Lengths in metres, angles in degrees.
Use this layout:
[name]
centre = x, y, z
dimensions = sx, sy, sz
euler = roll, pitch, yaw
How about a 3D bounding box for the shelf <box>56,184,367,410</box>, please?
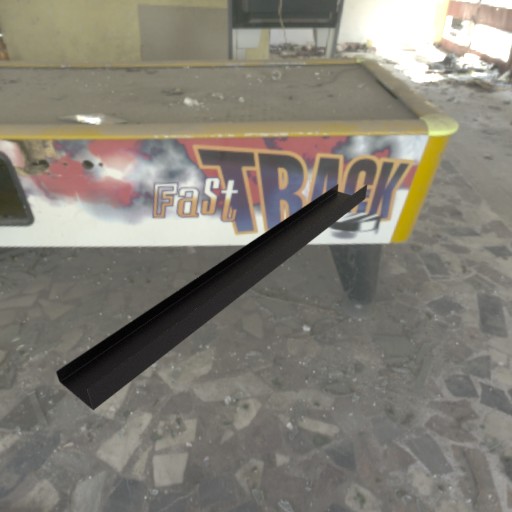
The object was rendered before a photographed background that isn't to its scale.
[shelf]
centre = 0.000, 0.000, 0.987
dimensions = 0.092, 0.049, 0.924
euler = 22, 39, 31
